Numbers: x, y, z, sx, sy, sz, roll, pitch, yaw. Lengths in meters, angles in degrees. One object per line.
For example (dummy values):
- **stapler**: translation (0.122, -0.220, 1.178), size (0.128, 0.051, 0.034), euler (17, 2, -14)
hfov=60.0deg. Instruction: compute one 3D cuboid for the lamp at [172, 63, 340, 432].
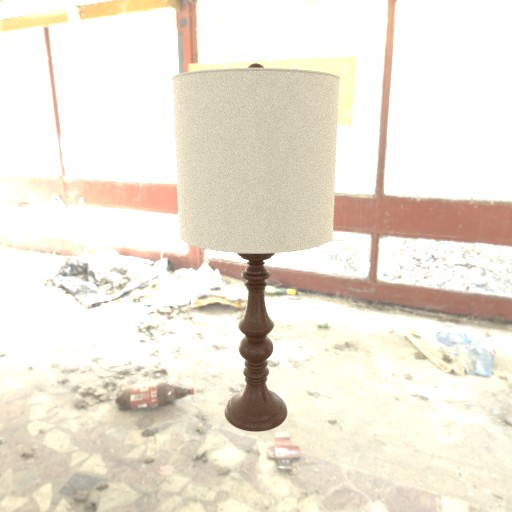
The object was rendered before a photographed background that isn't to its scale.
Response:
- **lamp**: translation (0.000, 0.000, 0.741), size (0.250, 0.597, 0.250), euler (-15, 21, -43)
